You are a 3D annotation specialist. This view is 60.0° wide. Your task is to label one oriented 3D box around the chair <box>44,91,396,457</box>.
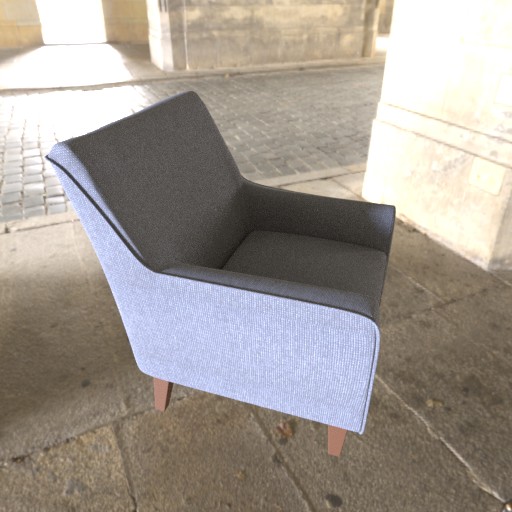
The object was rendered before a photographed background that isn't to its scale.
[{"bbox_3d":[0.000,0.000,1.536,0.899,0.919,0.780,10,32,16],"label":"chair"}]
